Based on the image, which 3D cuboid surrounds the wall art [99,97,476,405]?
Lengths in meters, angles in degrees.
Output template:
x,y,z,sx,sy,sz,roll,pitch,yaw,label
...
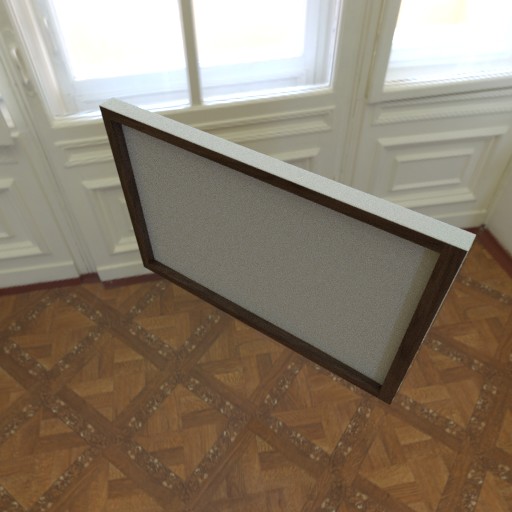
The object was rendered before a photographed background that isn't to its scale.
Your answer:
x,y,z,sx,sy,sz,roll,pitch,yaw,label
0.000,0.000,1.174,0.914,0.610,0.050,26,52,22,wall art
